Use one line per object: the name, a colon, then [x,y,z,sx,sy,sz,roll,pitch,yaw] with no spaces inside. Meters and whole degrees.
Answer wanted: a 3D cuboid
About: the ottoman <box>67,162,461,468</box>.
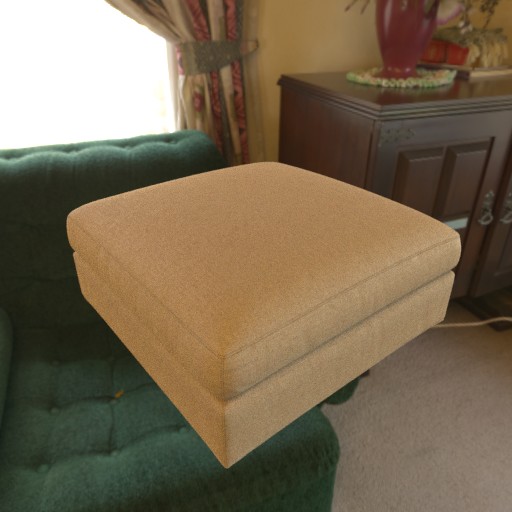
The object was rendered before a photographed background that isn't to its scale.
ottoman: [0.000,0.000,1.640,1.041,0.470,1.041,-21,35,-33]
